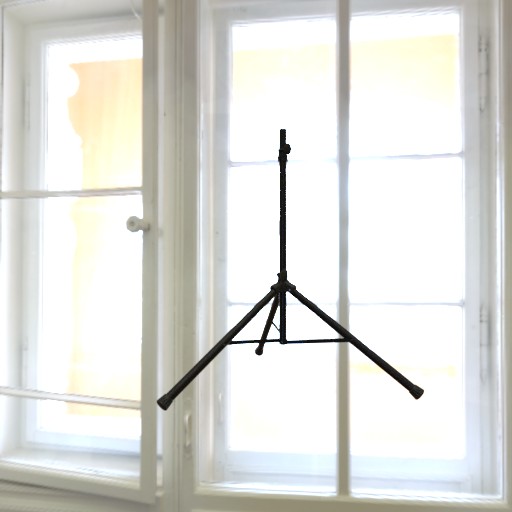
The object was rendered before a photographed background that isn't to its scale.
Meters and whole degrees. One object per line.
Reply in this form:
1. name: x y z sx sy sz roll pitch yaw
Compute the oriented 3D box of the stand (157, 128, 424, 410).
1. stand: 0.000 0.000 1.892 0.907 1.136 1.045 0 0 -37
